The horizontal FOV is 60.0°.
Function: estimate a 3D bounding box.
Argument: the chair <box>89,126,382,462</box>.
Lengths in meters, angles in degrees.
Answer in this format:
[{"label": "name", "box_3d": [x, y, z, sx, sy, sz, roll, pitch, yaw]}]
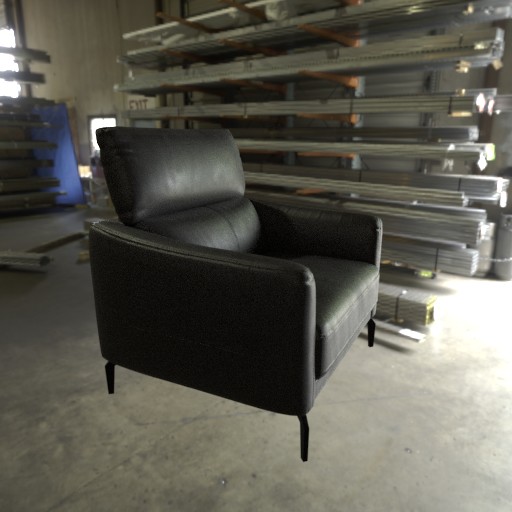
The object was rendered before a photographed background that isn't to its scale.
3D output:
[{"label": "chair", "box_3d": [0.000, 0.000, 1.691, 0.809, 0.949, 0.976, 8, 17, 26]}]
